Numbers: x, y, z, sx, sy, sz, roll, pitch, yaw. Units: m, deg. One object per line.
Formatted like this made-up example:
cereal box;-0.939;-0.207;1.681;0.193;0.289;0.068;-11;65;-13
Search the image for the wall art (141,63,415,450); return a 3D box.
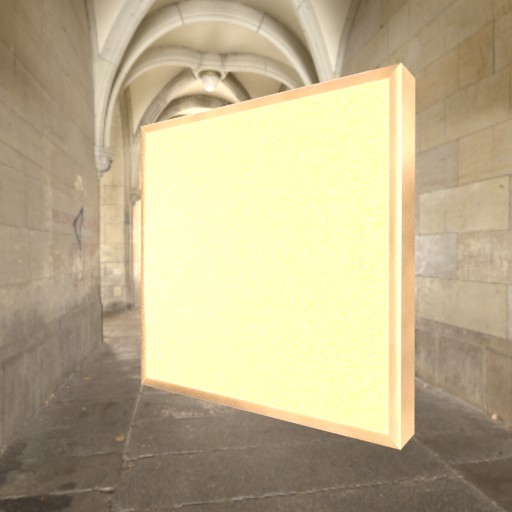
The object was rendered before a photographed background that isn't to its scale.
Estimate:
wall art;0.000;0.000;0.450;0.305;0.303;0.038;0;0;35
